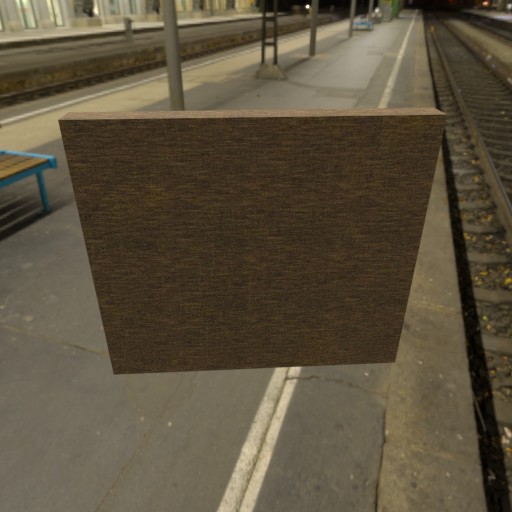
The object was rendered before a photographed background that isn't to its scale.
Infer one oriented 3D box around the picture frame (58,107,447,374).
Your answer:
[{"bbox_3d":[0.000,0.000,0.527,0.378,0.330,0.033,-2,30,-3],"label":"picture frame"}]
